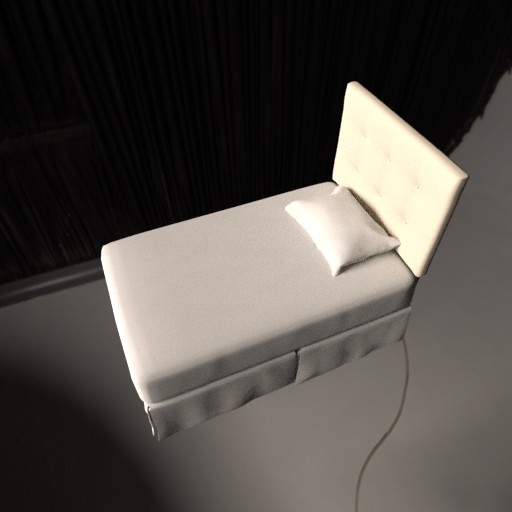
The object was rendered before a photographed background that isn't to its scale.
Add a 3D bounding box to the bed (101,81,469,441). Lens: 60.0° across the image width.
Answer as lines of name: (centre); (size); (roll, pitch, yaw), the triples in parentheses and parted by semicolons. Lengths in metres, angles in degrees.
bed: (0.000, 0.000, 2.987); (1.997, 1.571, 1.261); (-17, 50, -15)
